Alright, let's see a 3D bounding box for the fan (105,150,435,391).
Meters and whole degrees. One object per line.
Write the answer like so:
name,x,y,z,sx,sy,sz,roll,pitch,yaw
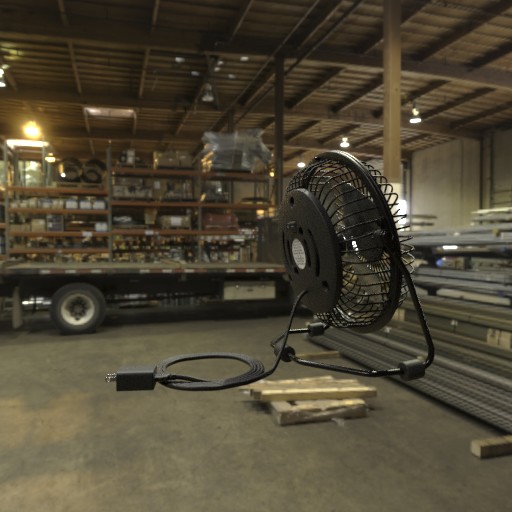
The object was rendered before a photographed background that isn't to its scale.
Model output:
fan,0.000,0.000,0.312,0.202,0.152,0.153,-1,2,-18
